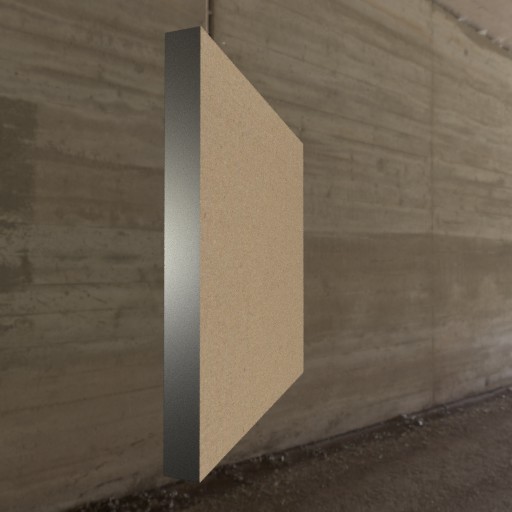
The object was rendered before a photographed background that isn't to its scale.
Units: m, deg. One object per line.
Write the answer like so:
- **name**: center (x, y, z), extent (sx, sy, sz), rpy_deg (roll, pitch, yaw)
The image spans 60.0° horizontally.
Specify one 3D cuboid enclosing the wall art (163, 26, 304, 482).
- **wall art**: center (0.000, 0.000, 0.468), extent (0.029, 0.318, 0.327), rpy_deg (0, -1, 19)
